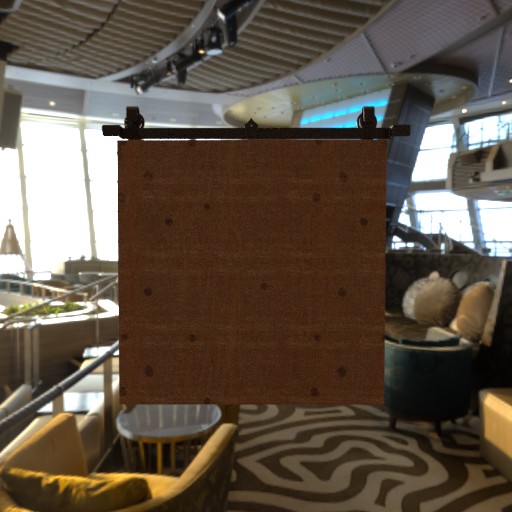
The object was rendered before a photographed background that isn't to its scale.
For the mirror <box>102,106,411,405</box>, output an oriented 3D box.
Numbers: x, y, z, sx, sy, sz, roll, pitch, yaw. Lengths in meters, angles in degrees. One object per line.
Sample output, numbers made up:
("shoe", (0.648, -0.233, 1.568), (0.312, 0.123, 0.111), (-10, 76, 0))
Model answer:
("mirror", (0.000, 0.000, 1.193), (0.805, 0.800, 0.054), (0, 2, 0))
